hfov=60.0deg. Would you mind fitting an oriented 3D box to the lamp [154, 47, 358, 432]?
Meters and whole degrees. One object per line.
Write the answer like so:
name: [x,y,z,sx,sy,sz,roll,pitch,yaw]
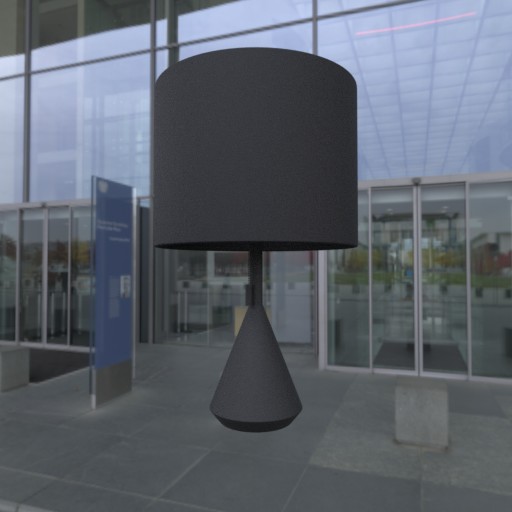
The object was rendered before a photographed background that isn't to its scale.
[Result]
lamp: [0.000,0.000,0.799,0.359,0.584,0.359,-1,-2,35]
